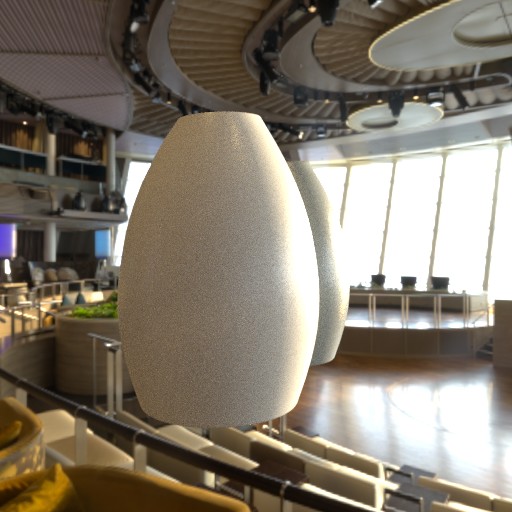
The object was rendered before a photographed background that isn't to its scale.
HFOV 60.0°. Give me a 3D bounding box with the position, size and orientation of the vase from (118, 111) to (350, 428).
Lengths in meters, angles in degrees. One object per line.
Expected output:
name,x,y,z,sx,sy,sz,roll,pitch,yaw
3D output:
vase,0.000,0.000,0.248,0.089,0.131,0.187,0,0,20
